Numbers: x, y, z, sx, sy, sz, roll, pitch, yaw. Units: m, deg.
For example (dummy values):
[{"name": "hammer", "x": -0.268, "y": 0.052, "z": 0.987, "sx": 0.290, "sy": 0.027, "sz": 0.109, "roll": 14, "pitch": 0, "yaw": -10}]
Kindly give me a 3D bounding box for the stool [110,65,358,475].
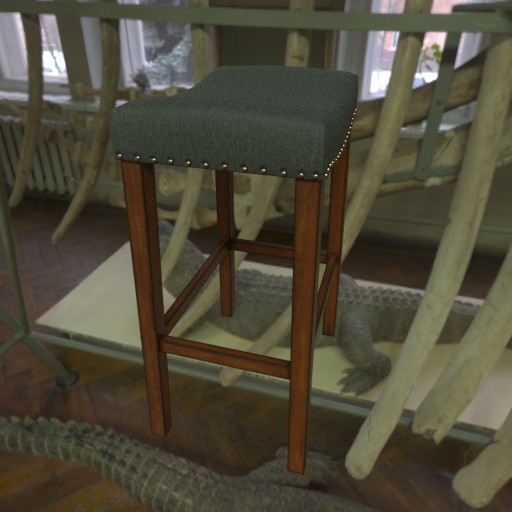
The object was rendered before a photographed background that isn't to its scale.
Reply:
[{"name": "stool", "x": 0.000, "y": 0.000, "z": 1.019, "sx": 0.366, "sy": 0.760, "sz": 0.502, "roll": 9, "pitch": 32, "yaw": 14}]
